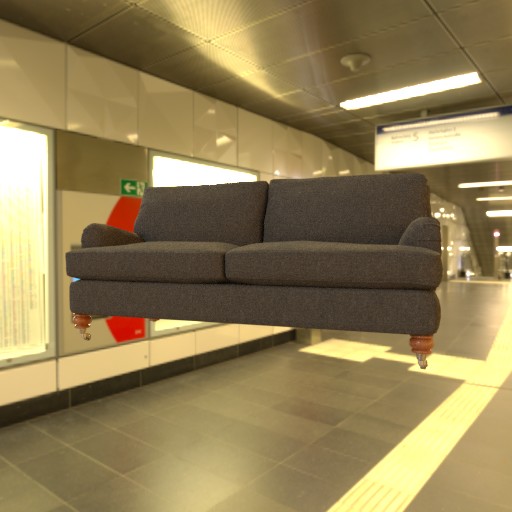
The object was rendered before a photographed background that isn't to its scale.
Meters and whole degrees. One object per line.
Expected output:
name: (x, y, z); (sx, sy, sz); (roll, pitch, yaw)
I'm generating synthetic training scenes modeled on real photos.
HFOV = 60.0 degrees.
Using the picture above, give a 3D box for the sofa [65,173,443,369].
sofa: (0.000, 0.000, 2.822); (2.160, 1.054, 1.087); (0, 1, 19)
